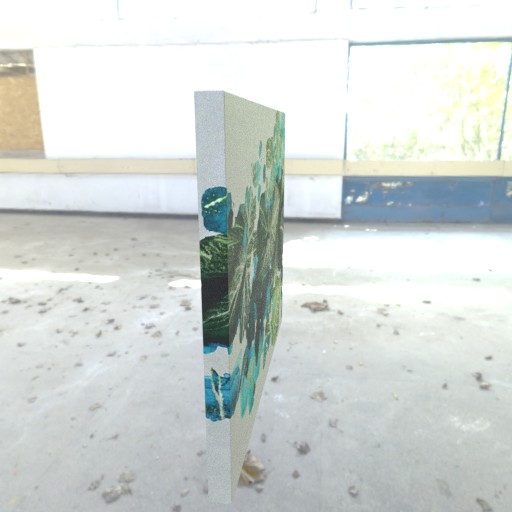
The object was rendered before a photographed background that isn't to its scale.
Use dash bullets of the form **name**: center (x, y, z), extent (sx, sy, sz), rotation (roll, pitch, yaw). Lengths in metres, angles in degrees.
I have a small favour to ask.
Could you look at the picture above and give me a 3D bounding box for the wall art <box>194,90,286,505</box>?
- **wall art**: center (0.000, 0.000, 0.950), extent (0.043, 0.610, 0.711), rotation (3, 16, 9)
